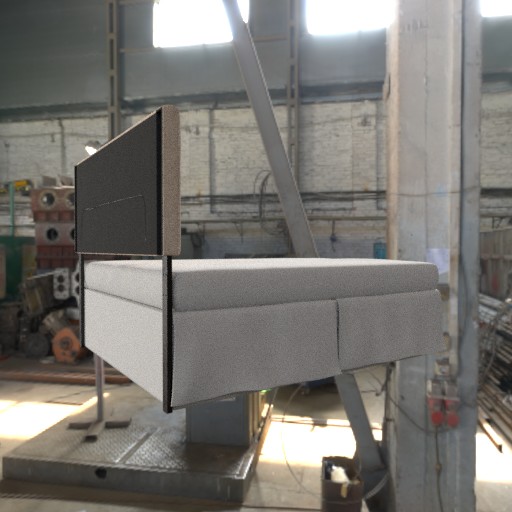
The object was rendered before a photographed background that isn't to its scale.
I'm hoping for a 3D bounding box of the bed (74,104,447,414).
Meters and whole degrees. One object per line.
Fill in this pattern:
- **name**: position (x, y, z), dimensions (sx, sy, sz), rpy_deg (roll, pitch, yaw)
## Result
- **bed**: position (0.000, 0.000, 2.994), dimensions (1.978, 1.270, 1.643), rpy_deg (-1, 1, -34)
